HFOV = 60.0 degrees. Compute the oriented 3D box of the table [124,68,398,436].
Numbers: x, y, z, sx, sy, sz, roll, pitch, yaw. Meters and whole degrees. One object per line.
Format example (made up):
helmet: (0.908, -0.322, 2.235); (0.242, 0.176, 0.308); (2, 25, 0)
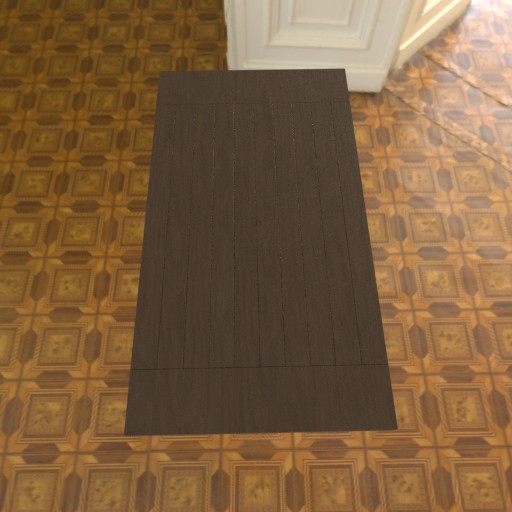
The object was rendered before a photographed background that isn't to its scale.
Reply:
table: (0.000, 0.000, 1.392); (0.600, 0.494, 1.062); (-1, 65, -1)
